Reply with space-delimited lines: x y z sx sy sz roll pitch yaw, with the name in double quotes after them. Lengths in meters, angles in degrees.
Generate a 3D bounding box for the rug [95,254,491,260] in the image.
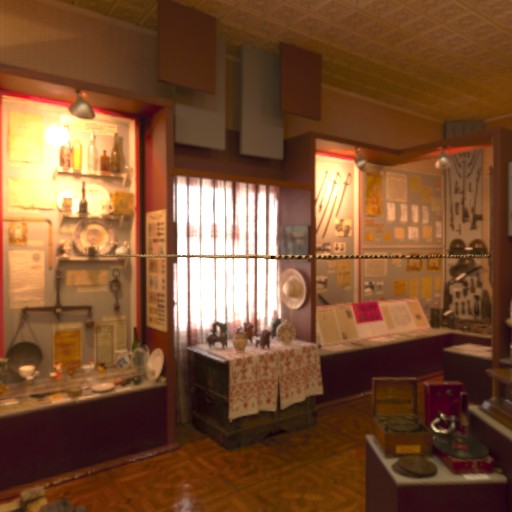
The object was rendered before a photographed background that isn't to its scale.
0.000 0.000 3.015 1.530 0.025 2.431 0 0 -34 "rug"
